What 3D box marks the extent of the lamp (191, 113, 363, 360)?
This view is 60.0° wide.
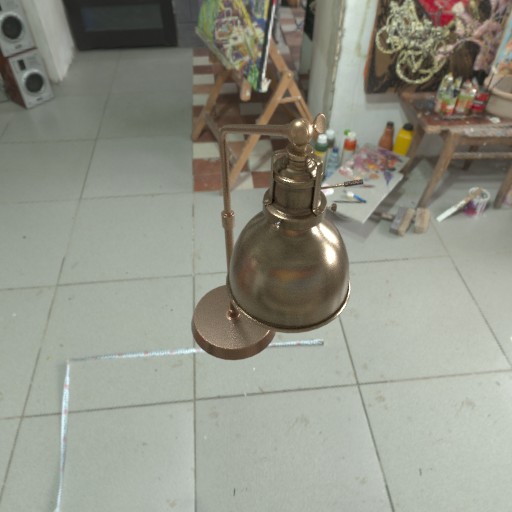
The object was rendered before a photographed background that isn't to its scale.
[{"bbox_3d":[0.000,0.000,0.585,0.153,0.456,0.286,-27,52,-23],"label":"lamp"}]
